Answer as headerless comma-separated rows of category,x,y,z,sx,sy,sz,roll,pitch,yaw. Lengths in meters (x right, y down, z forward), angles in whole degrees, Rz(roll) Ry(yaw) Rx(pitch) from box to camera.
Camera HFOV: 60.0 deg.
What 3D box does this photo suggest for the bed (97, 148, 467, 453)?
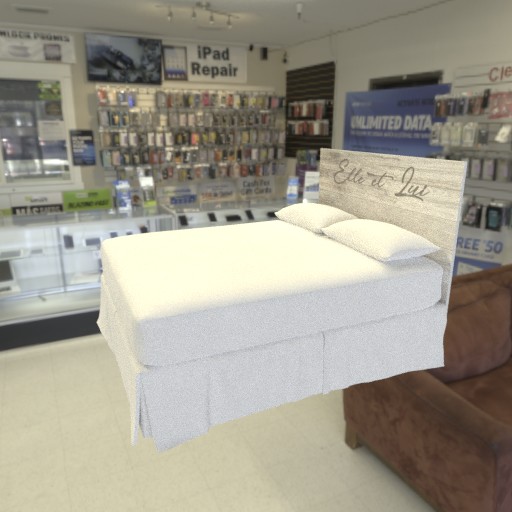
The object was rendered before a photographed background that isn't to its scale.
bed,0.000,0.000,3.099,2.094,1.335,1.745,-7,18,-23
